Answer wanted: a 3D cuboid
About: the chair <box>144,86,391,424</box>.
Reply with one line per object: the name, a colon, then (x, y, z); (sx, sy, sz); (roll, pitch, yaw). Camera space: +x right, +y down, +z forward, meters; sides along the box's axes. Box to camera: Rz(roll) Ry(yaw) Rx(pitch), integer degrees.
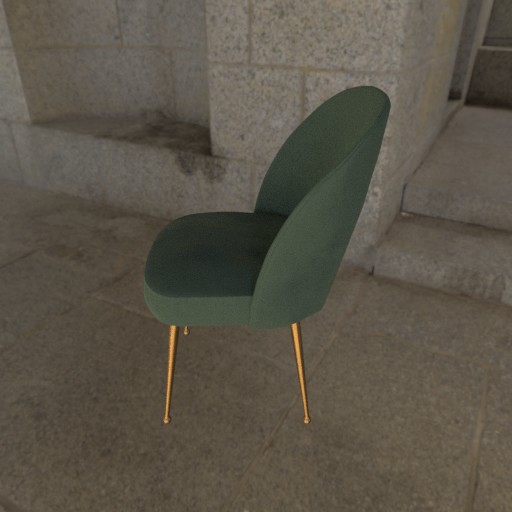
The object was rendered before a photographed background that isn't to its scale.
chair: (0.000, 0.000, 1.212); (0.577, 0.860, 0.527); (0, 29, 0)
